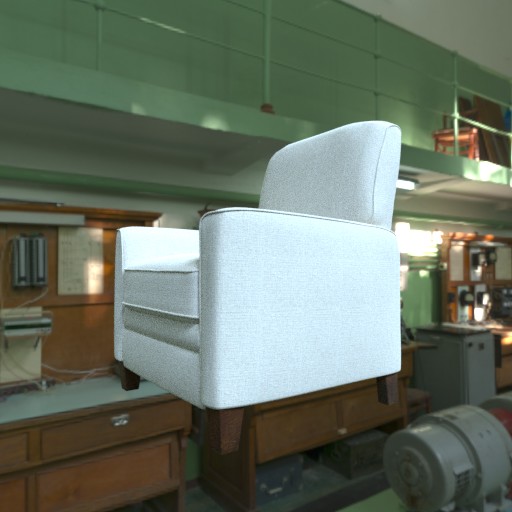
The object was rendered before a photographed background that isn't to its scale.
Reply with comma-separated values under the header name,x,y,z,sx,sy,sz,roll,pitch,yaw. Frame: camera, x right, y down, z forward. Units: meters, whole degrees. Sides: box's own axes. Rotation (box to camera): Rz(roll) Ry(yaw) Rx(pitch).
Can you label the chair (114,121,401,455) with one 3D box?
name,x,y,z,sx,sy,sz,roll,pitch,yaw
chair,0.000,0.000,1.654,0.858,1.028,0.841,1,-1,-36
